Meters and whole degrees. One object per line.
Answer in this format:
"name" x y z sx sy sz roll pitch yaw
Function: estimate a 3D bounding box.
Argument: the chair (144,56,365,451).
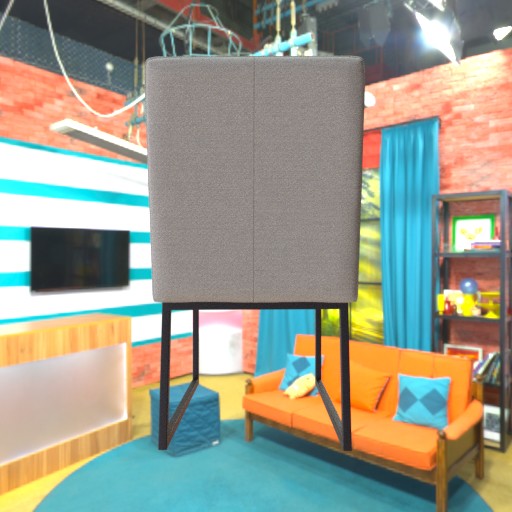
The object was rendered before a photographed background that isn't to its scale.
"chair" 0.000 0.000 1.314 0.520 0.930 0.634 0 0 1
